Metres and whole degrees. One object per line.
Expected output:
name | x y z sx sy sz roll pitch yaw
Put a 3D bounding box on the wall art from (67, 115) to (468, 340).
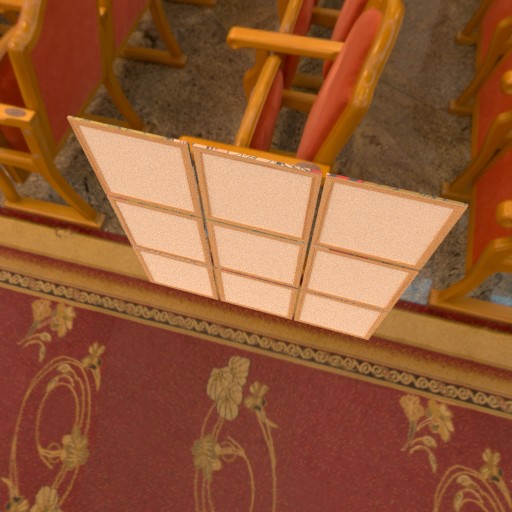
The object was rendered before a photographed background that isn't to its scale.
wall art | 0.000 0.000 2.302 1.519 1.534 0.013 14 63 7
